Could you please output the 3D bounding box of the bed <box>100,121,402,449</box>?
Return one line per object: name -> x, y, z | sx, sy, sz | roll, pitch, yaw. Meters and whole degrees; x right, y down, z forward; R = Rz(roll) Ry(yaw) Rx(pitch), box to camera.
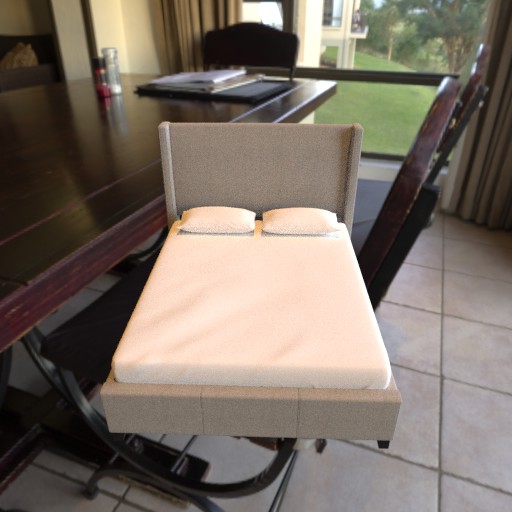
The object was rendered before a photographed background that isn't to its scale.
bed -> 0.000, 0.000, 3.364 | 1.774, 1.491, 2.222 | 1, 30, 2
